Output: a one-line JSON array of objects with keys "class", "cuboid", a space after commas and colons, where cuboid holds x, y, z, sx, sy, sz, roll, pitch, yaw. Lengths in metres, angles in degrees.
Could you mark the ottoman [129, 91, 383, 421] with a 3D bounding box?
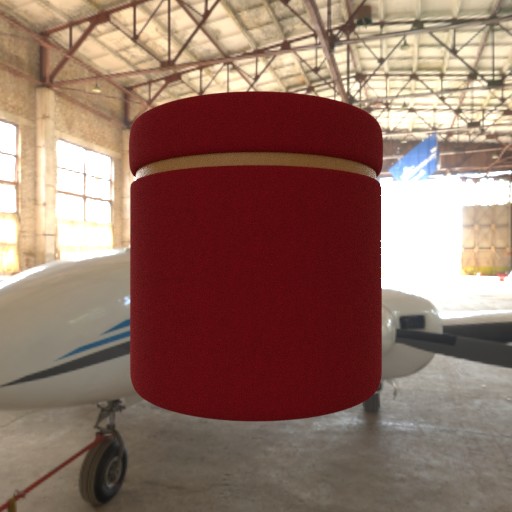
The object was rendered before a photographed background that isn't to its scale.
[{"class": "ottoman", "cuboid": [0.000, 0.000, 0.725, 0.400, 0.406, 0.400, 0, 0, 0]}]
